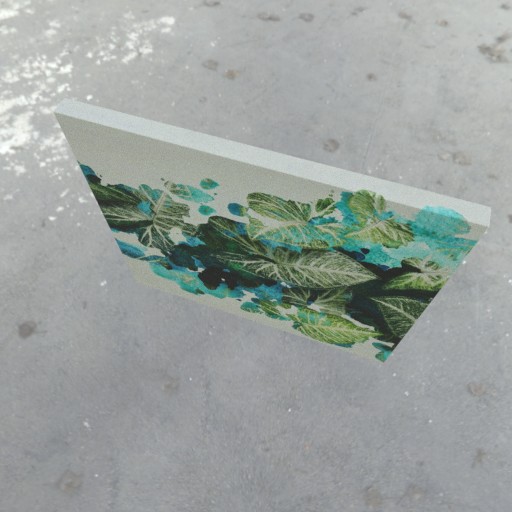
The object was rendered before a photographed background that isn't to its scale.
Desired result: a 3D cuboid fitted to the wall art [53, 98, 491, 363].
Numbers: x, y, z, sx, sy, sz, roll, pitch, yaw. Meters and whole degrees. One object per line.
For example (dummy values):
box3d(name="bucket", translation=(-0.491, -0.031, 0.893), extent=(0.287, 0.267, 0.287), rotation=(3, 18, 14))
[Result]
box3d(name="wall art", translation=(0.000, 0.000, 0.955), extent=(0.711, 0.610, 0.043), rotation=(17, 60, 10))
